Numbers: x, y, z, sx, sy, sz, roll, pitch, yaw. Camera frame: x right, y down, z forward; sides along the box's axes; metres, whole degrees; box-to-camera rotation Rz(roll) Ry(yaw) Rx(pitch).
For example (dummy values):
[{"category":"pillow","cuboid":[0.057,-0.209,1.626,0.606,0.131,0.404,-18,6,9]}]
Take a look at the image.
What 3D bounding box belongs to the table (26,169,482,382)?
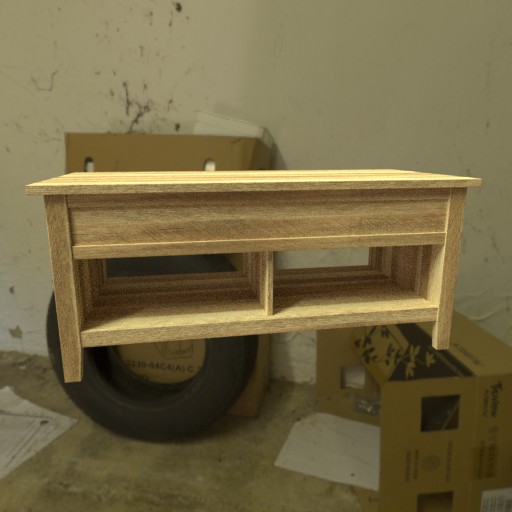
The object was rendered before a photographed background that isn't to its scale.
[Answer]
[{"category":"table","cuboid":[0.000,0.000,1.338,1.095,0.480,0.493,-3,14,-10]}]
